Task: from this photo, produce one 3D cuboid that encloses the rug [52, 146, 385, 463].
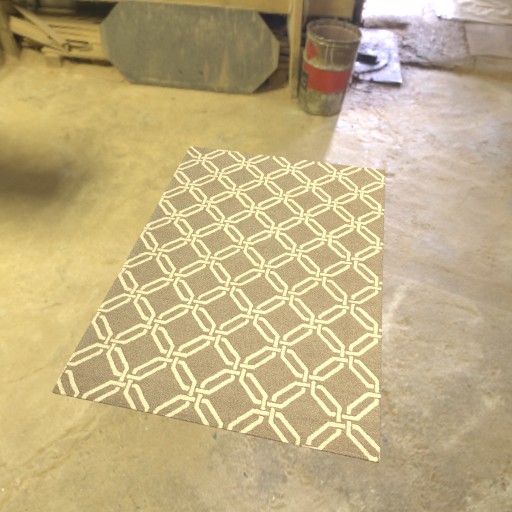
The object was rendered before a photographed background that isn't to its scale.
[{"bbox_3d":[0.000,0.000,4.320,2.441,0.020,3.419,9,47,8],"label":"rug"}]
